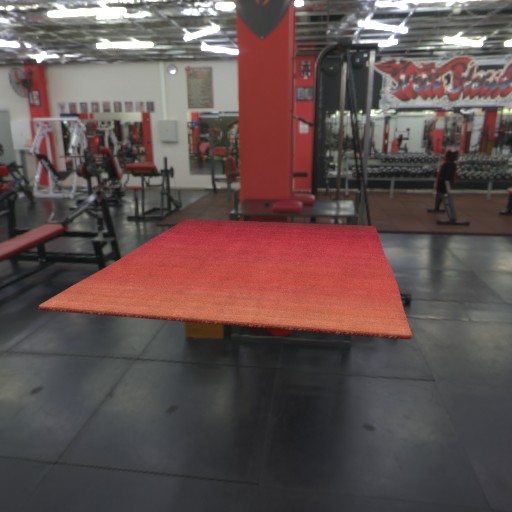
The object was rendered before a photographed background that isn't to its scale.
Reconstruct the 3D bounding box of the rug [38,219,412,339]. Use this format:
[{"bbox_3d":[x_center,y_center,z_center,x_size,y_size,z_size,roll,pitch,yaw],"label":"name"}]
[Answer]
[{"bbox_3d":[0.000,0.000,4.018,2.340,0.028,2.905,3,16,10],"label":"rug"}]
